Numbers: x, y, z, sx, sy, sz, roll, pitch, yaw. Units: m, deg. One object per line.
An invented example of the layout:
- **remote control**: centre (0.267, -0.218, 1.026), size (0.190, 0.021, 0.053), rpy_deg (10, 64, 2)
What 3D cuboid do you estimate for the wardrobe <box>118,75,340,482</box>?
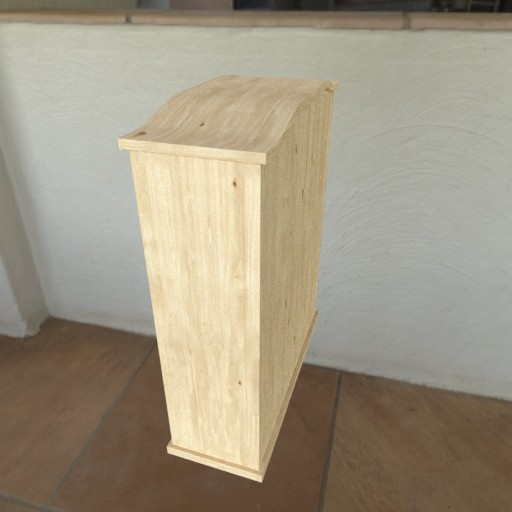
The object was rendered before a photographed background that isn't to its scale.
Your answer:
- **wardrobe**: centre (0.000, 0.000, 2.583), size (0.570, 1.870, 1.500), rpy_deg (10, 32, 16)
